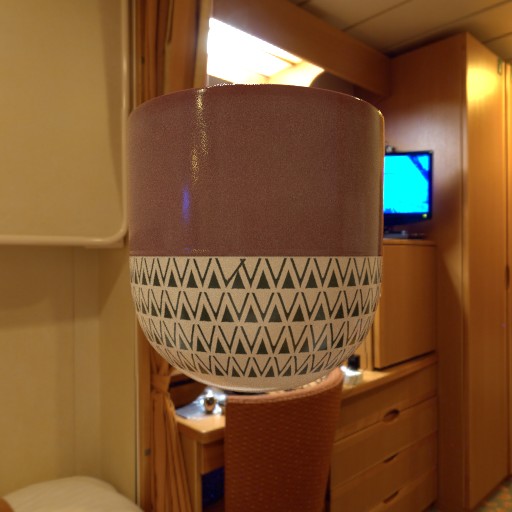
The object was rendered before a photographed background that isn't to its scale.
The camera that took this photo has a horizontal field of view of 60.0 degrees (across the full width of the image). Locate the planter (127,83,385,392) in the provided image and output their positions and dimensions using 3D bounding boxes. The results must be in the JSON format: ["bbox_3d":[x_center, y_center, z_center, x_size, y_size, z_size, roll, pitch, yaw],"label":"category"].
[{"bbox_3d":[0.000,0.000,0.477,0.266,0.270,0.266,0,0,0],"label":"planter"}]
